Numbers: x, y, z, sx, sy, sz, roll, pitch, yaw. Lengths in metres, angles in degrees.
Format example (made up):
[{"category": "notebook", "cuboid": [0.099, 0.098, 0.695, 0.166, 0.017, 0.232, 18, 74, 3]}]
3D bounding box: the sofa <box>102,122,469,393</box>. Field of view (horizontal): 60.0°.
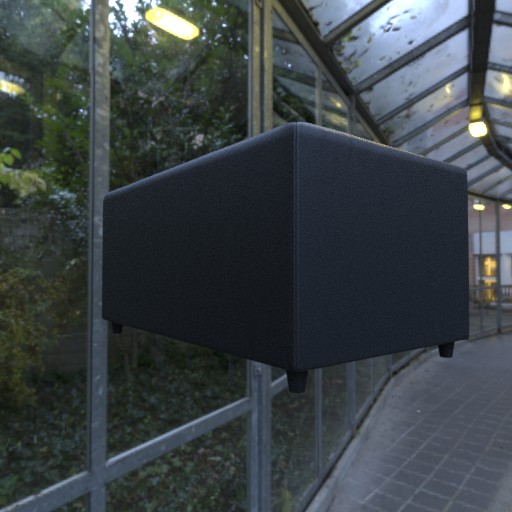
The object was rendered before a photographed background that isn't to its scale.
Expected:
[{"category": "sofa", "cuboid": [0.000, 0.000, 1.878, 0.845, 0.735, 1.410, 1, -2, -38]}]
